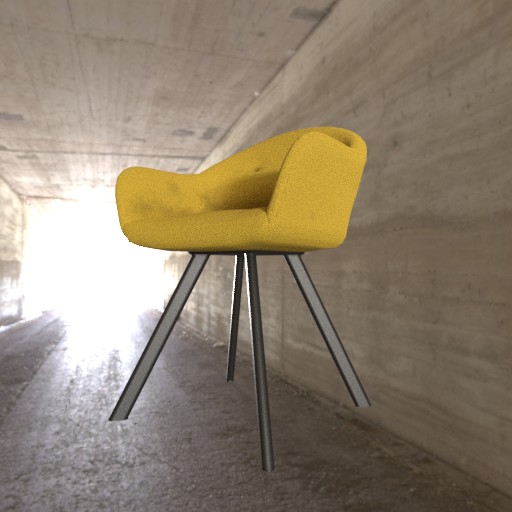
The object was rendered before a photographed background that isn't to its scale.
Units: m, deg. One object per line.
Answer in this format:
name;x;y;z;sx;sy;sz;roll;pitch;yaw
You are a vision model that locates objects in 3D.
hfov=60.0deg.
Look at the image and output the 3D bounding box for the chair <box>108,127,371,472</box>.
chair;0.000;0.000;1.147;0.545;0.775;0.565;-1;-1;35
